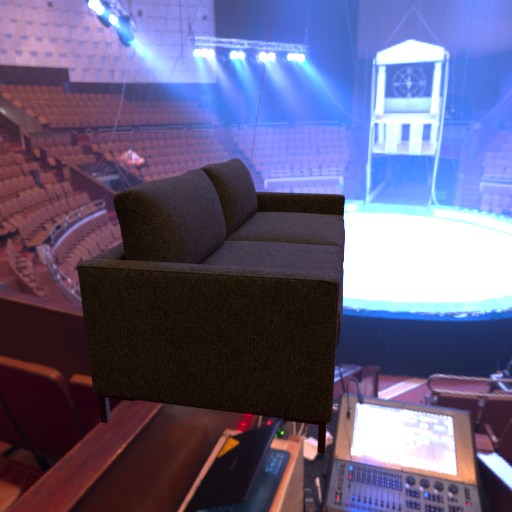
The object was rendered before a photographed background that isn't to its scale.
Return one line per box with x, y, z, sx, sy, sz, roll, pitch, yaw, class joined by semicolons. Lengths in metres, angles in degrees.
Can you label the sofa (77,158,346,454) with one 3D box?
0.000;0.000;2.203;0.866;0.862;1.716;3;17;11;sofa
